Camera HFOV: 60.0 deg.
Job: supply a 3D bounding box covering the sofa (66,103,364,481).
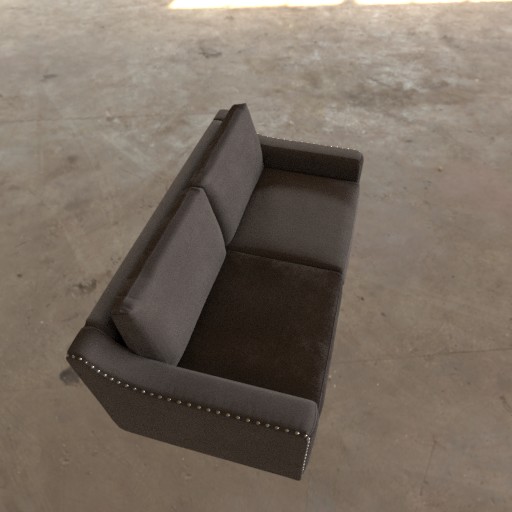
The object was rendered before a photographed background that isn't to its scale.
[{"bbox_3d":[0.000,0.000,3.242,1.336,1.196,2.550,11,48,10],"label":"sofa"}]
